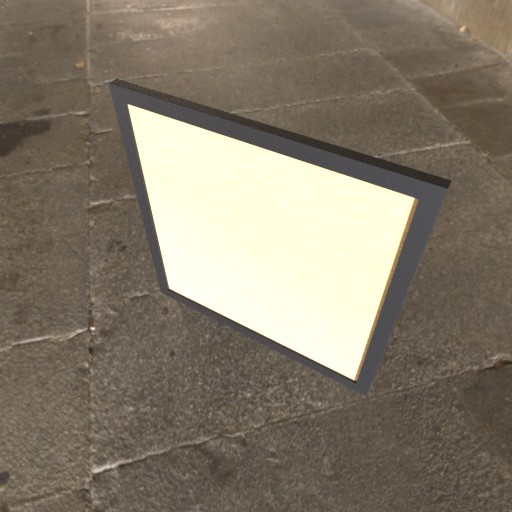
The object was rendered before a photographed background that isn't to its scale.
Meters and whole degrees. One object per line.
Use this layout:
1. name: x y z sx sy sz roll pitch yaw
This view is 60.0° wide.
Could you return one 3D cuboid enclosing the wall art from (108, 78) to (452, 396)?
1. wall art: 0.000 0.000 0.541 0.356 0.356 0.013 23 51 20
